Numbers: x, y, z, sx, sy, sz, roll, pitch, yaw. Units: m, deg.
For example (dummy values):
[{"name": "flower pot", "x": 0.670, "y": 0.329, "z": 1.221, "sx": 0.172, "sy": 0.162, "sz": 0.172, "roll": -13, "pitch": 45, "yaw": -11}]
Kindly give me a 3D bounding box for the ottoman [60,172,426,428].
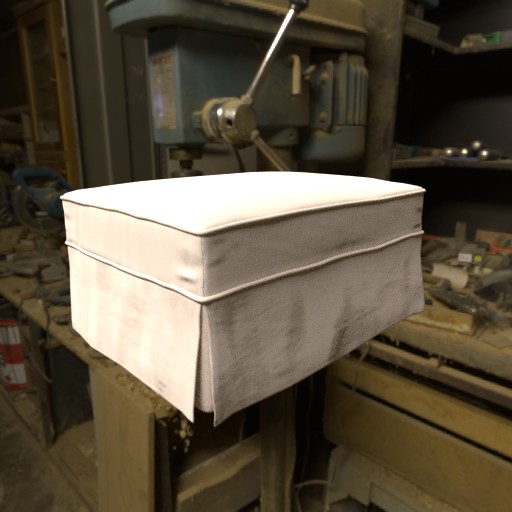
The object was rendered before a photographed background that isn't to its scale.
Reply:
[{"name": "ottoman", "x": 0.000, "y": 0.000, "z": 1.359, "sx": 0.944, "sy": 0.479, "sz": 0.703, "roll": -14, "pitch": 21, "yaw": -42}]
